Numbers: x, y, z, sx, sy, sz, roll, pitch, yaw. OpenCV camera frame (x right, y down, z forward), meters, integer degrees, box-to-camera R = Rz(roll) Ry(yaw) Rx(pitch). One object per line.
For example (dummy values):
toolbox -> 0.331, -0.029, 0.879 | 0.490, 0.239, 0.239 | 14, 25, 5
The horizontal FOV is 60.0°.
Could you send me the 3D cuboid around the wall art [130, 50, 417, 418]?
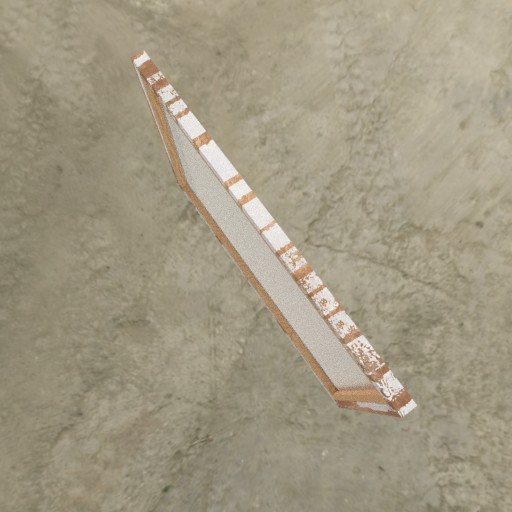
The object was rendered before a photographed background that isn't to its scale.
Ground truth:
wall art -> 0.000, 0.000, 1.159 | 0.035, 0.609, 0.914 | -34, 76, -10
